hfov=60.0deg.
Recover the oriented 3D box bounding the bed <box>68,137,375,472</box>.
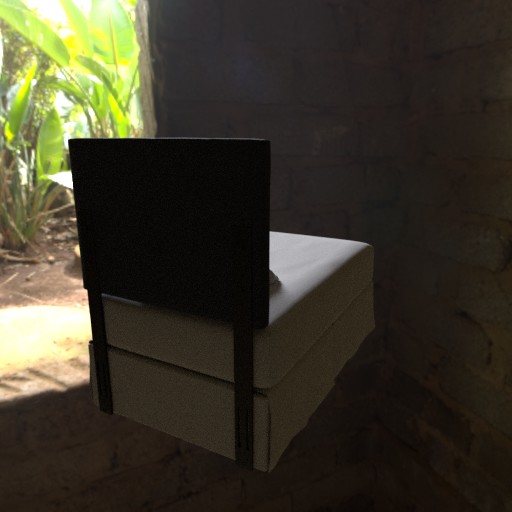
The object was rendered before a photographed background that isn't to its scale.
[{"bbox_3d":[0.000,0.000,3.028,1.261,1.571,1.997,8,17,27],"label":"bed"}]
